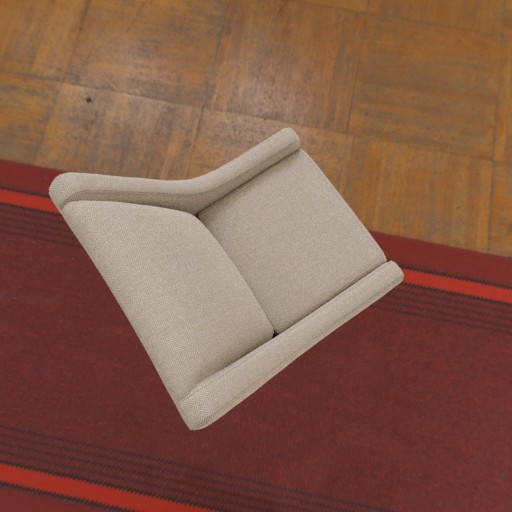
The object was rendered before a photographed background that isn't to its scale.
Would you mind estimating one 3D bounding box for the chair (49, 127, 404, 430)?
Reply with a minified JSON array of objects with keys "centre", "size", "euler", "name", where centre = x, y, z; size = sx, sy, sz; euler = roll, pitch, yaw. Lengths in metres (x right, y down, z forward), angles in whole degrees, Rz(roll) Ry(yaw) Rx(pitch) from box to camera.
[{"centre":[0.000,0.000,1.635],"size":[0.870,1.014,0.774],"euler":[-33,78,-8],"name":"chair"}]
